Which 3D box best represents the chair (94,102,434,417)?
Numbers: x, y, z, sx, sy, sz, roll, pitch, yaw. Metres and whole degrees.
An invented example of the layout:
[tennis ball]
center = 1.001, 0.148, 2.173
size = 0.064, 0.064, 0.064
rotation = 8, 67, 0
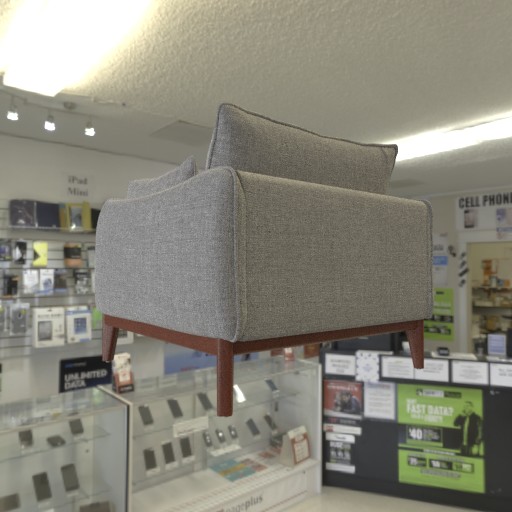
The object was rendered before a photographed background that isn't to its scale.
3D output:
[chair]
center = 0.000, 0.000, 1.720
size = 0.993, 0.839, 0.976
rotation = 1, -2, -38
